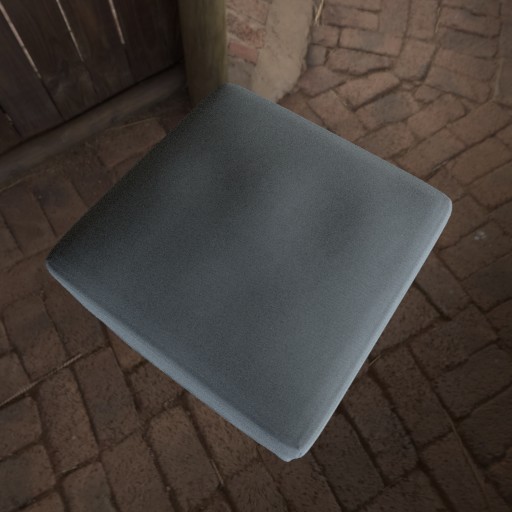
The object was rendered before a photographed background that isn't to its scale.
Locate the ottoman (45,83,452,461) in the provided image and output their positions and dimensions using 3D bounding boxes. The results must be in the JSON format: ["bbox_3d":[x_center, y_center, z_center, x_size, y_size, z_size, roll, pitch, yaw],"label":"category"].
[{"bbox_3d":[0.000,0.000,1.354,0.843,0.441,0.842,32,68,15],"label":"ottoman"}]
